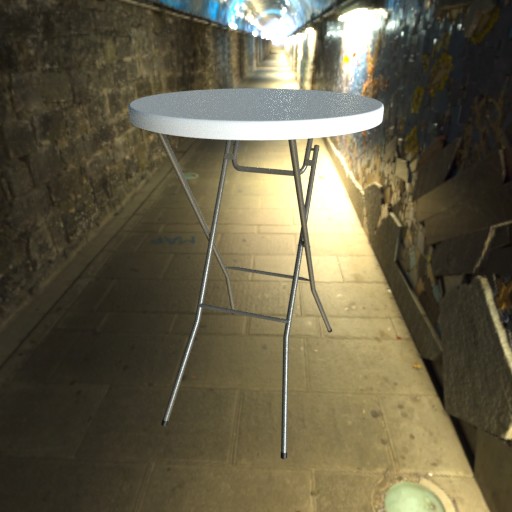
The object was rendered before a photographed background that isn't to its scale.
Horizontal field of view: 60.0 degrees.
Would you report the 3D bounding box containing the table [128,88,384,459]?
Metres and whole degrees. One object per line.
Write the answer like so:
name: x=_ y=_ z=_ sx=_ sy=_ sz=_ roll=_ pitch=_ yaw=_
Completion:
table: x=0.000 y=0.000 z=1.658 sx=0.792 sy=1.105 sz=0.795 roll=8 pitch=27 yaw=16
